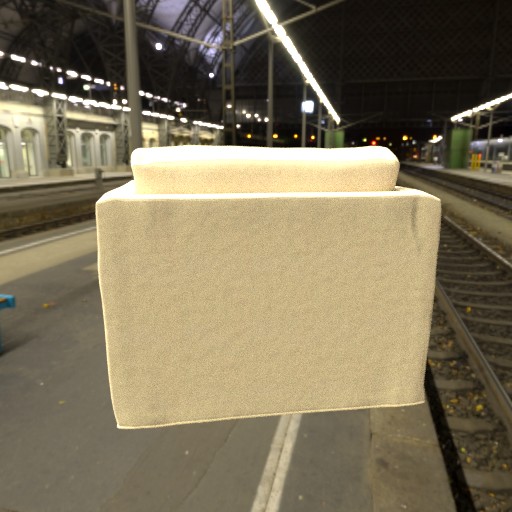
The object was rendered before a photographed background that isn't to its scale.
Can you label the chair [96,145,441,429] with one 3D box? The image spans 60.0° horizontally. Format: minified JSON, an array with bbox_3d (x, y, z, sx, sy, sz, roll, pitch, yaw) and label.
[{"bbox_3d":[0.000,0.000,1.775,1.057,0.851,0.947,-2,13,-8],"label":"chair"}]
